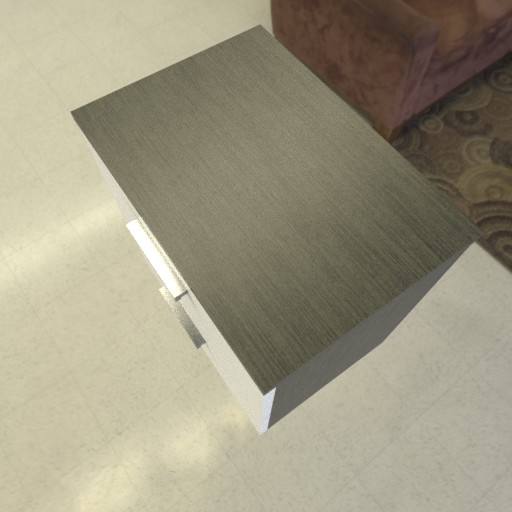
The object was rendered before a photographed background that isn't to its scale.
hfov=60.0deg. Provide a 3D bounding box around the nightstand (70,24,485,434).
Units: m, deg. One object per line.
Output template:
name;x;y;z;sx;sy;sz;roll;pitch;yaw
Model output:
nightstand;0.000;0.000;0.747;0.325;0.460;0.441;-32;67;-15
